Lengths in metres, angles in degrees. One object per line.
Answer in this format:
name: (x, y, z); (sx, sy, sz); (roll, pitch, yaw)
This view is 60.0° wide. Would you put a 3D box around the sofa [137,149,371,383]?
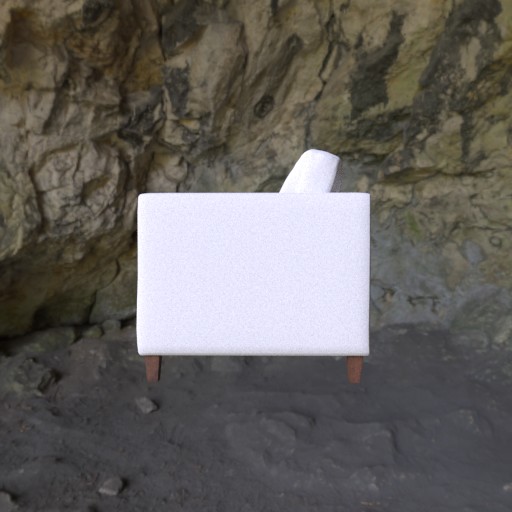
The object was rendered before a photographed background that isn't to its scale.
sofa: (0.000, 0.000, 2.890); (0.951, 0.962, 2.361); (0, 1, 1)
